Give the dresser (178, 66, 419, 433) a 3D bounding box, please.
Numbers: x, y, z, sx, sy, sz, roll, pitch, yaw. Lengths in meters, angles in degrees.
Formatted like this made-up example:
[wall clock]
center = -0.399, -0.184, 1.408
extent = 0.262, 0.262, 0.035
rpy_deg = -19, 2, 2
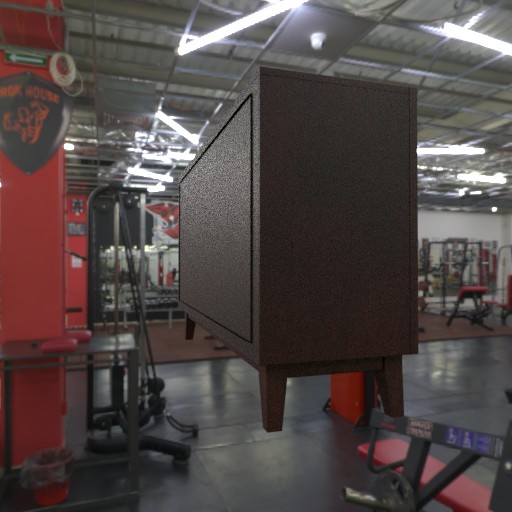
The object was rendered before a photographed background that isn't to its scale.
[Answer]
[dresser]
center = 0.000, 0.000, 1.995
extent = 0.499, 0.971, 1.609
rpy_deg = 0, -1, -17
